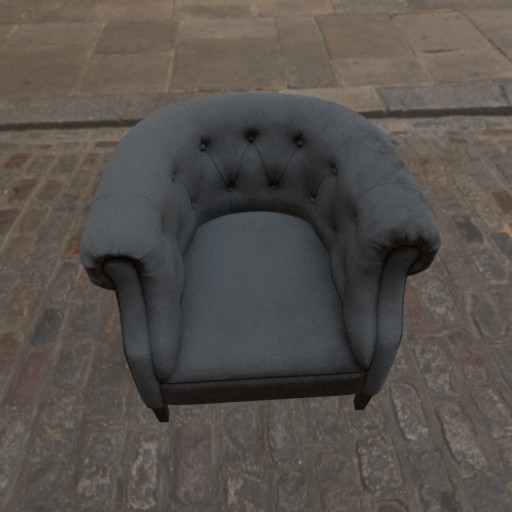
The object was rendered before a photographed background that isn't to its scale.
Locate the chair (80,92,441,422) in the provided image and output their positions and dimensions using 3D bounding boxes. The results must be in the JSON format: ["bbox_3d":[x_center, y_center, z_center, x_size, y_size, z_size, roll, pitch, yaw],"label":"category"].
[{"bbox_3d":[0.000,0.000,1.521,0.904,0.826,0.851,-3,47,-2],"label":"chair"}]
